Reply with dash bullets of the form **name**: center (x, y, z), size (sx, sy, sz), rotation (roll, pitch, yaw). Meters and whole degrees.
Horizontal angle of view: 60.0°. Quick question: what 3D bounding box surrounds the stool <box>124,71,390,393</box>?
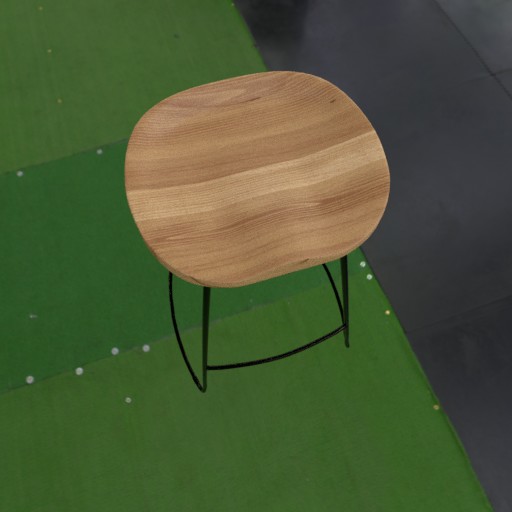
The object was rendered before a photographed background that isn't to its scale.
- **stool**: center (0.000, 0.000, 0.969), size (0.480, 0.679, 0.401), rotation (-15, 66, -7)
